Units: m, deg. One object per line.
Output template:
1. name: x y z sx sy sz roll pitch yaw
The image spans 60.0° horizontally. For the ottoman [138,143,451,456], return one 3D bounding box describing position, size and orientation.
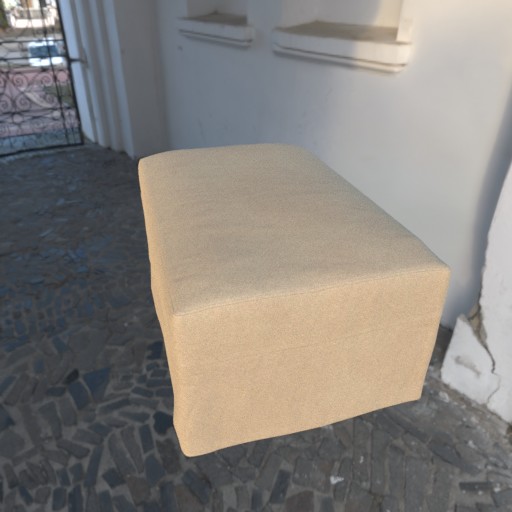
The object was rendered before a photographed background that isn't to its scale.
1. ottoman: 0.000 0.000 1.240 0.590 0.444 0.872 -9 32 -14
